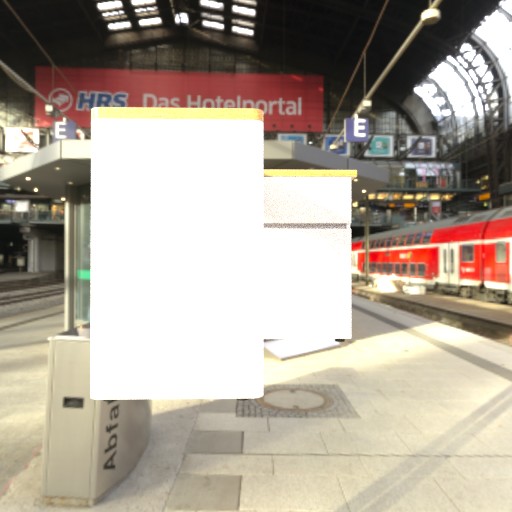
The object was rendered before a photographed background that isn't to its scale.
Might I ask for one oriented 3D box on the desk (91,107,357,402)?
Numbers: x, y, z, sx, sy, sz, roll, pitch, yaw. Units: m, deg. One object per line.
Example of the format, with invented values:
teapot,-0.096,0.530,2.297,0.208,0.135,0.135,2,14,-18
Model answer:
desk,0.000,0.000,1.738,0.900,0.760,1.170,0,0,-2
